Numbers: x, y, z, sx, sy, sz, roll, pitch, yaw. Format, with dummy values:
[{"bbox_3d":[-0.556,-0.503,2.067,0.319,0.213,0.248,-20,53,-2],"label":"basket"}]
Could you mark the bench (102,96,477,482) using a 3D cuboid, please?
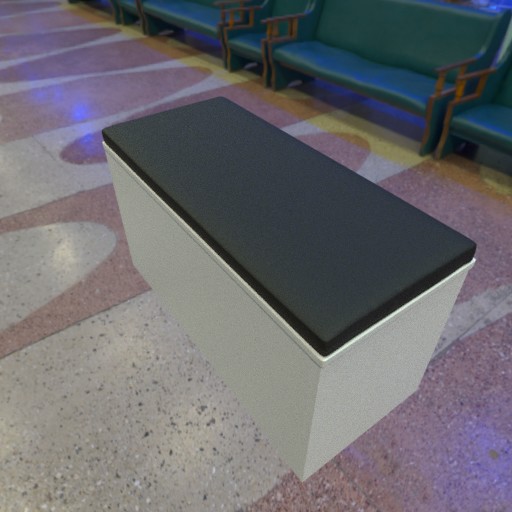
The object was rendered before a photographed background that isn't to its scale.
[{"bbox_3d":[0.000,0.000,1.175,0.401,0.500,0.899,-26,47,-26],"label":"bench"}]
